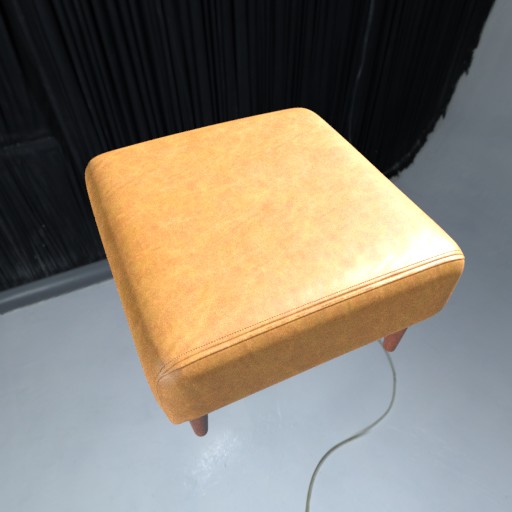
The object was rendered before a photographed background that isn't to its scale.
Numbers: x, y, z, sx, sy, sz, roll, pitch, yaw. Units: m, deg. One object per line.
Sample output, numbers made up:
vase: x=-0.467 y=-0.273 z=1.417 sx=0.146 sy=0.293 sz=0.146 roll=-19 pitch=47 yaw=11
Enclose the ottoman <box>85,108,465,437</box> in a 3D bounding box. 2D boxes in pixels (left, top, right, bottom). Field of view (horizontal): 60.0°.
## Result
ottoman: x=0.000 y=0.000 z=1.070 sx=0.650 sy=0.399 sz=0.650 roll=-19 pitch=50 yaw=-17
